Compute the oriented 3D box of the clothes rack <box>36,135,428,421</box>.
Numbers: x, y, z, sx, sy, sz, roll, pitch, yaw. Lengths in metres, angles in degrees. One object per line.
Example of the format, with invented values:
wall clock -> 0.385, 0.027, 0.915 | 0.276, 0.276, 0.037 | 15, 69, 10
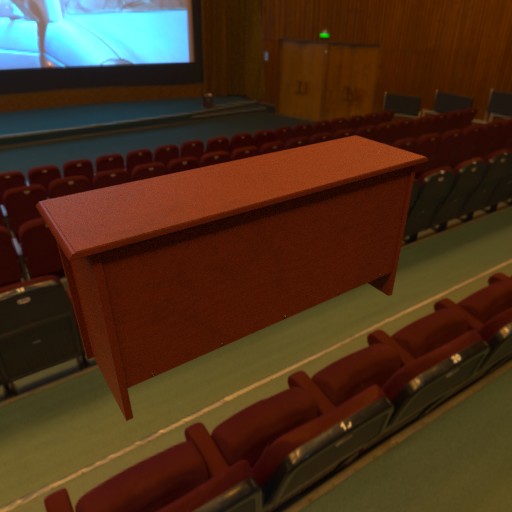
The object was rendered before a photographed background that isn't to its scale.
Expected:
clothes rack -> 0.000, 0.000, 1.561 | 1.251, 0.594, 0.362 | -19, 35, -29
